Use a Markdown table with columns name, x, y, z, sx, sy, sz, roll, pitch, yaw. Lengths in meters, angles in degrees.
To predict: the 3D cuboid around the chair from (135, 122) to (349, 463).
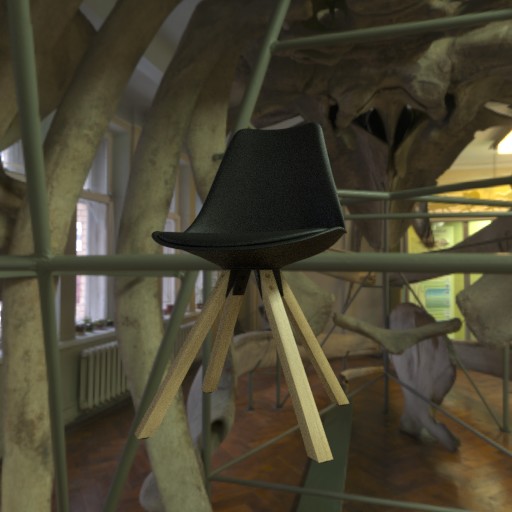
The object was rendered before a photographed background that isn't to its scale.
| name | x | y | z | sx | sy | sz | roll | pitch | yaw |
| --- | --- | --- | --- | --- | --- | --- | --- | --- | --- |
| chair | 0.000 | 0.000 | 1.187 | 0.485 | 0.850 | 0.549 | 0 | -1 | 17 |
